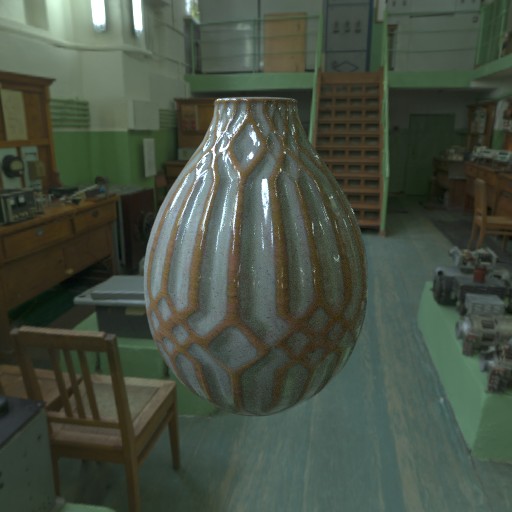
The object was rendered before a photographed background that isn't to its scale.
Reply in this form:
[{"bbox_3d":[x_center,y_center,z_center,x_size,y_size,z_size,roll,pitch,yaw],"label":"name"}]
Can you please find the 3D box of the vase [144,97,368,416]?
[{"bbox_3d":[0.000,0.000,0.262,0.131,0.175,0.131,0,17,0],"label":"vase"}]
